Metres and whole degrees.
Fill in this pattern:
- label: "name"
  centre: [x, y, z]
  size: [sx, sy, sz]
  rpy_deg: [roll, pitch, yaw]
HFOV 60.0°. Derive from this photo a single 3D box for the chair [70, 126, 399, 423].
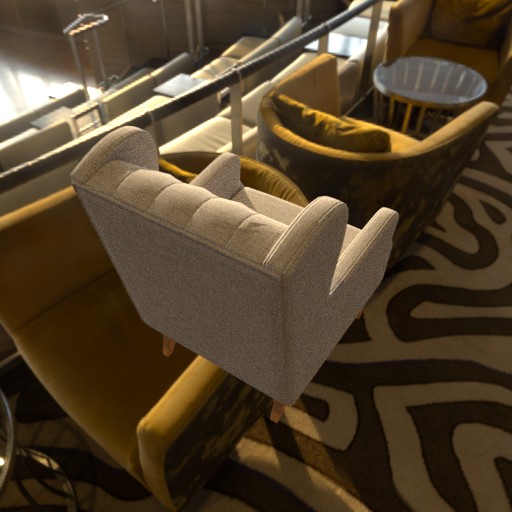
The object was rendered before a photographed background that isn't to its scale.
- label: "chair"
  centre: [0.000, 0.000, 1.492]
  size: [0.710, 0.930, 0.760]
  rpy_deg: [24, 49, 23]
